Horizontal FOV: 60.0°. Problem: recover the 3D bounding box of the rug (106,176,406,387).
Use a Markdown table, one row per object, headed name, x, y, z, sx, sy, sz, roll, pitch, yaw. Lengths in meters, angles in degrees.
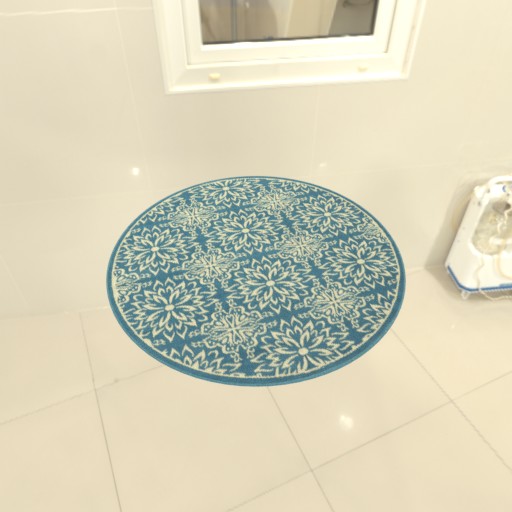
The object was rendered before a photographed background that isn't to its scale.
| name | x | y | z | sx | sy | sz | roll | pitch | yaw |
| --- | --- | --- | --- | --- | --- | --- | --- | --- | --- |
| rug | 0.000 | 0.000 | 2.427 | 1.593 | 0.012 | 1.593 | 0 | 43 | 0 |
